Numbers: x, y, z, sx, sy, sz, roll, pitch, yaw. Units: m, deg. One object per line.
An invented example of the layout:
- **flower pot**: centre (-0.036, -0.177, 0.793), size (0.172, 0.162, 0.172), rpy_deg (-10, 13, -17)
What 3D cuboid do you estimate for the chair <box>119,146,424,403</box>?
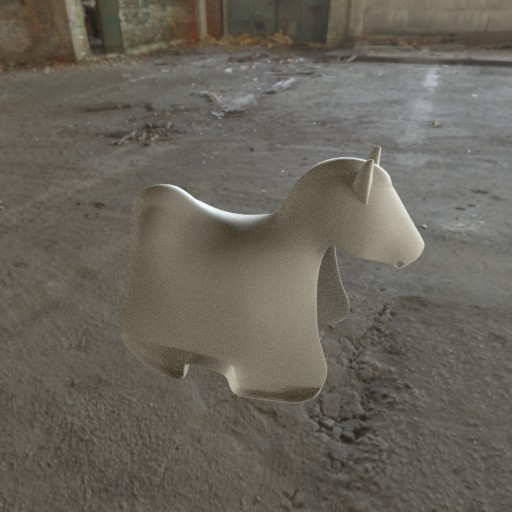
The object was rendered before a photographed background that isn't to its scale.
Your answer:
- **chair**: centre (0.000, 0.000, 1.163), size (0.800, 0.612, 0.429), rpy_deg (11, 32, 18)
